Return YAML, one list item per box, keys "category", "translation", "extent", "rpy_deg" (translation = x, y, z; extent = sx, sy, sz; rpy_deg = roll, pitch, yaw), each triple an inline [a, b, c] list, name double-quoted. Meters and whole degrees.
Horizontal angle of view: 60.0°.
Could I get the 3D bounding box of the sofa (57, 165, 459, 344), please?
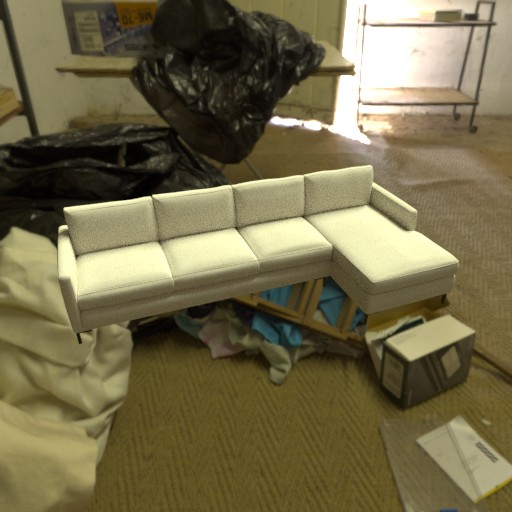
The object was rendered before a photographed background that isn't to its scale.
- category: "sofa"
  translation: [0.000, 0.000, 2.959]
  extent: [2.445, 0.677, 1.126]
  rpy_deg: [-11, 34, -17]
